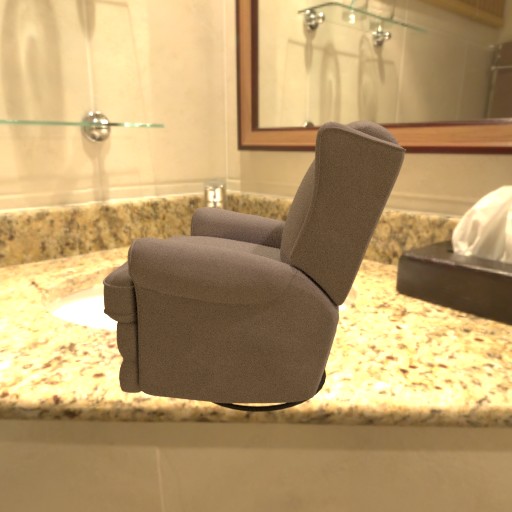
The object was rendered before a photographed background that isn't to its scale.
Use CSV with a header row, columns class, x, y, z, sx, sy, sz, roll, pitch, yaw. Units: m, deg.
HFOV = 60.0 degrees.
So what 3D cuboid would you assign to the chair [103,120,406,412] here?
class,x,y,z,sx,sy,sz,roll,pitch,yaw
chair,0.000,0.000,1.739,0.969,1.011,0.847,2,15,9
